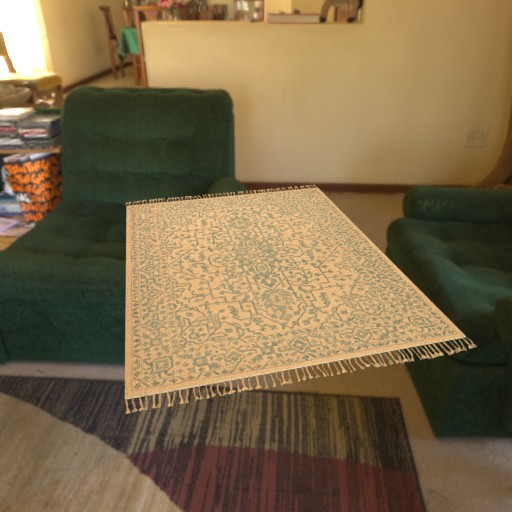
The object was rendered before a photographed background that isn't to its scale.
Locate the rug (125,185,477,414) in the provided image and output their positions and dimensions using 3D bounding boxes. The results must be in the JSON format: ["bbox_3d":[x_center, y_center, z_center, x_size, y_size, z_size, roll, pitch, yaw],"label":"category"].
[{"bbox_3d":[0.000,0.000,4.292,2.464,0.010,3.327,-7,31,-12],"label":"rug"}]
